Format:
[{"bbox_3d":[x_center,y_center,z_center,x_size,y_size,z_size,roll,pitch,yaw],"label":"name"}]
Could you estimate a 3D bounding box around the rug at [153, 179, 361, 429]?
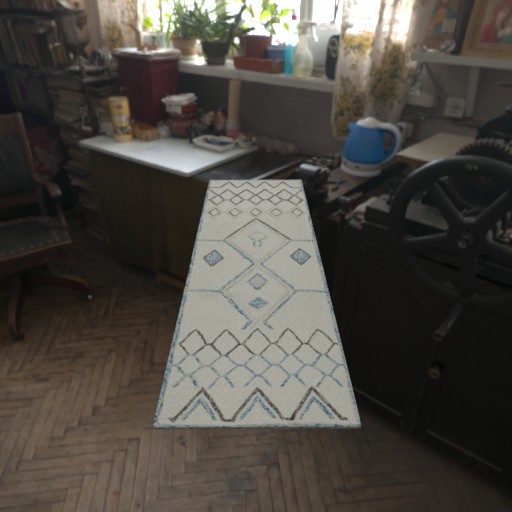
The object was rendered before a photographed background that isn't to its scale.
[{"bbox_3d":[0.000,0.000,2.668,0.770,0.013,2.434,0,31,0],"label":"rug"}]
